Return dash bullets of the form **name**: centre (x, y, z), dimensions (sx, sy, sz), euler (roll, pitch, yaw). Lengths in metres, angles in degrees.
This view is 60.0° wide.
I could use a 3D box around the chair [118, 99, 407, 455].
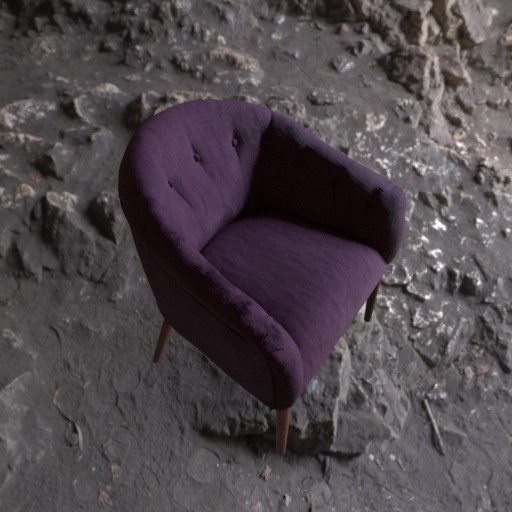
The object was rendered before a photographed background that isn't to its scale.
- **chair**: centre (0.000, 0.000, 1.536), dimensions (0.776, 0.885, 0.851), euler (25, 47, 25)
